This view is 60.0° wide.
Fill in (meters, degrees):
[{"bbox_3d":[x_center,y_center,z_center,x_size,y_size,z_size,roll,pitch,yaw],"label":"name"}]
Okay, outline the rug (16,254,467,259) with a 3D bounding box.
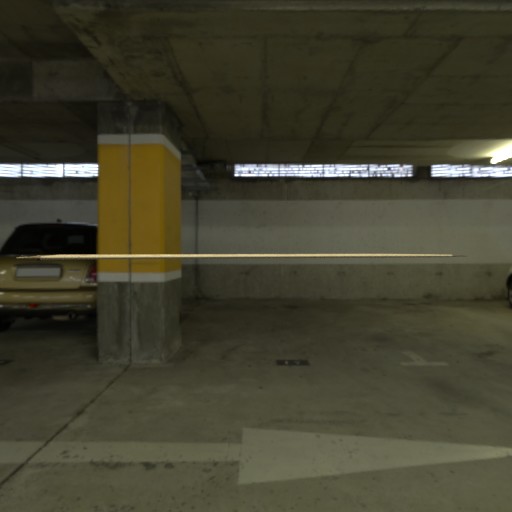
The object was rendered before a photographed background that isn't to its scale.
[{"bbox_3d":[0.000,0.000,2.635,2.438,0.021,0.729,0,1,-18],"label":"rug"}]
